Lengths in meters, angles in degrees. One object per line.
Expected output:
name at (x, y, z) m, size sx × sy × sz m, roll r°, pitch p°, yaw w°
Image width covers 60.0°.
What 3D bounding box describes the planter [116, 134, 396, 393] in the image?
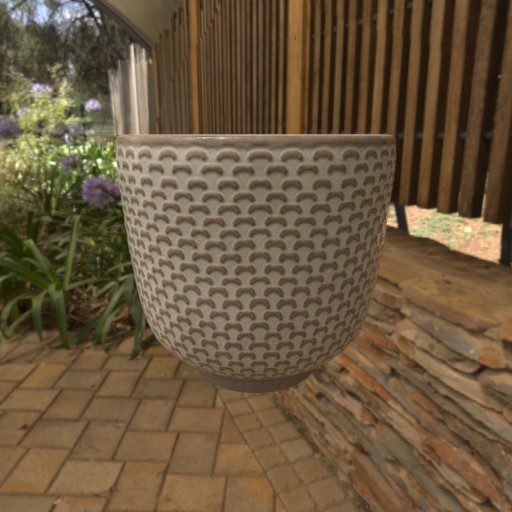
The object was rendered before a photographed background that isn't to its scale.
planter at (0.000, 0.000, 0.303) m, size 0.173 × 0.160 × 0.173 m, roll 0°, pitch 15°, yaw 0°
